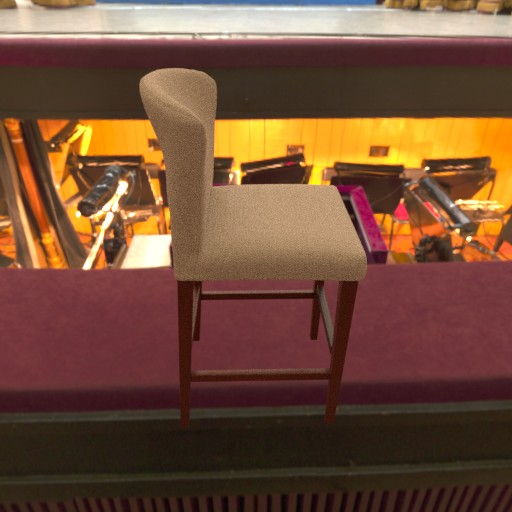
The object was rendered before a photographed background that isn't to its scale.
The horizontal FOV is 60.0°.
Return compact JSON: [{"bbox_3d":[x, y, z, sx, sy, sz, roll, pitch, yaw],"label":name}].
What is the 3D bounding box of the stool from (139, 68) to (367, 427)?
[{"bbox_3d":[0.000,0.000,1.383,0.568,1.069,0.481,-1,32,-1],"label":"stool"}]
